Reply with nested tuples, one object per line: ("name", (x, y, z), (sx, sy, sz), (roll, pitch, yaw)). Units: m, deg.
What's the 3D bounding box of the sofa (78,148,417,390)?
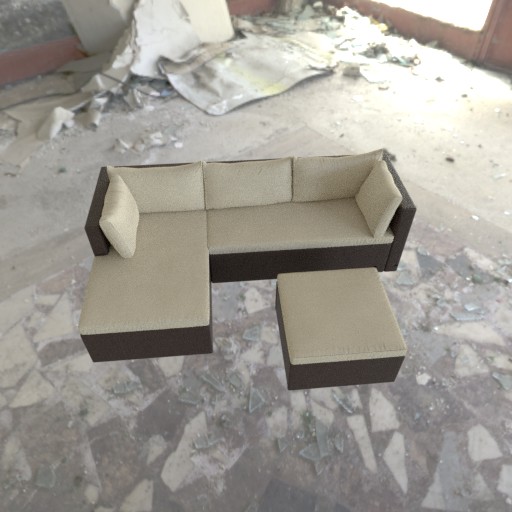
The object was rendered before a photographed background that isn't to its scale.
("sofa", (0.000, 0.000, 3.000), (2.192, 0.766, 1.612), (-4, 45, -4))
